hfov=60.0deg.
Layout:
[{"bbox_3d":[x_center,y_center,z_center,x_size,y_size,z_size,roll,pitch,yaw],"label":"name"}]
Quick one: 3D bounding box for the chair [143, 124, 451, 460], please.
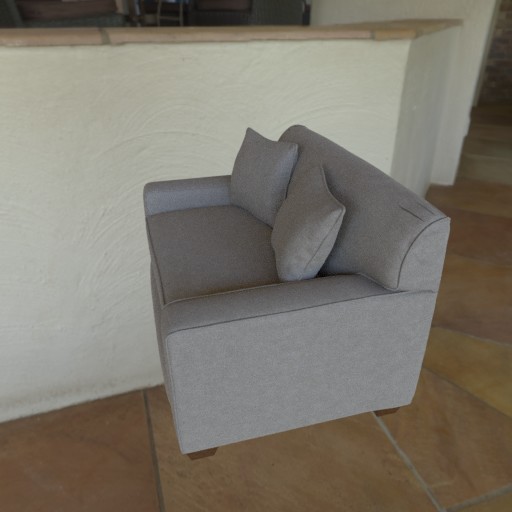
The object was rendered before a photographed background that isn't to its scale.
[{"bbox_3d":[0.000,0.000,2.076,0.992,0.953,1.395,-8,30,-13],"label":"chair"}]
